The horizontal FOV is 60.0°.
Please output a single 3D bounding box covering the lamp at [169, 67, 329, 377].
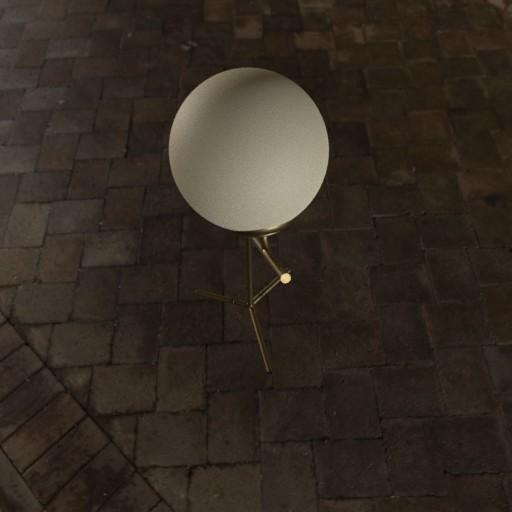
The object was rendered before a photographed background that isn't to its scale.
[{"bbox_3d":[0.000,0.000,0.664,0.210,0.552,0.251,-13,60,-8],"label":"lamp"}]
